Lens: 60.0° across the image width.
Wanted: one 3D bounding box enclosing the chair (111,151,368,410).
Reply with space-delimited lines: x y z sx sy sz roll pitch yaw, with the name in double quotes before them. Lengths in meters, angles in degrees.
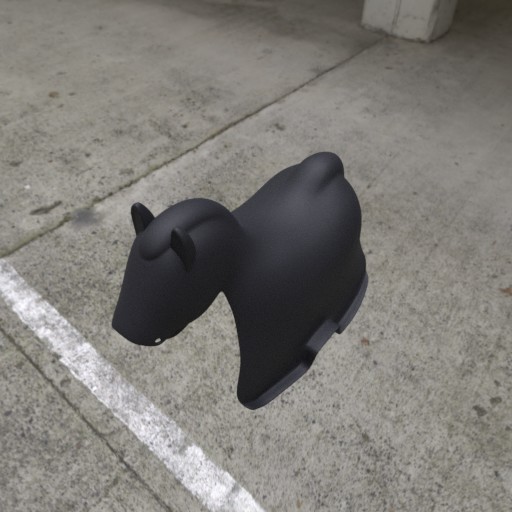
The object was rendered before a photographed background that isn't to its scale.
"chair" 0.000 0.000 1.113 0.429 0.612 0.800 30 53 27
